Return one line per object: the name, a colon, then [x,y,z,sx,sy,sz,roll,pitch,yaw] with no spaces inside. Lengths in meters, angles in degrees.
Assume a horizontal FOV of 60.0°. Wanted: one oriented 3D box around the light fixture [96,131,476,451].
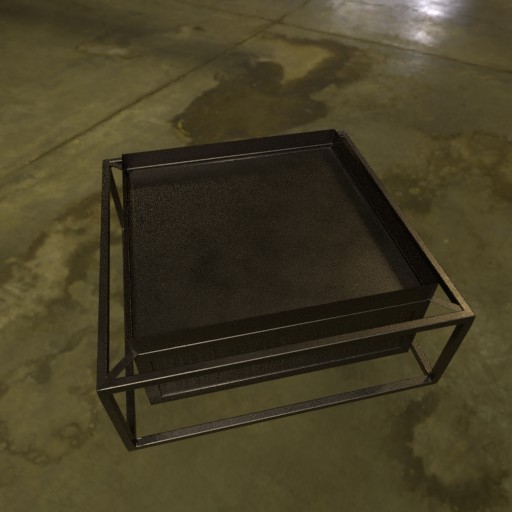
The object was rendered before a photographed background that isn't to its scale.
light fixture: [0.000,0.000,0.693,0.441,0.191,0.441,-9,46,-9]
